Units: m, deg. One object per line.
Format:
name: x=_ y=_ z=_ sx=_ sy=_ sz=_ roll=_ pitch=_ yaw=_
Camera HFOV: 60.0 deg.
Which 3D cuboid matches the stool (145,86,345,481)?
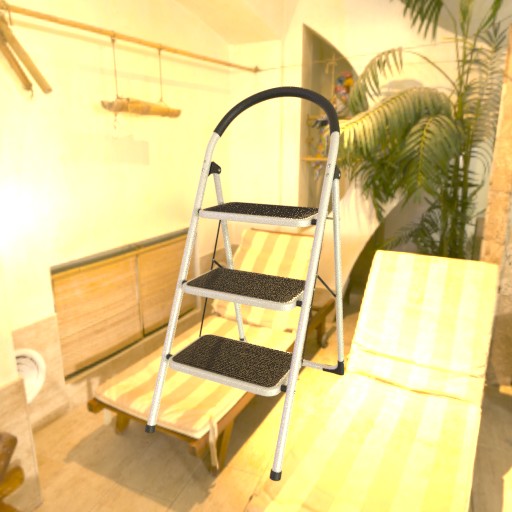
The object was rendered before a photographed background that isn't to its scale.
stool: x=0.000 y=0.000 z=1.488 sx=0.485 sy=1.109 sz=0.676 roll=8 pitch=17 yaw=26
